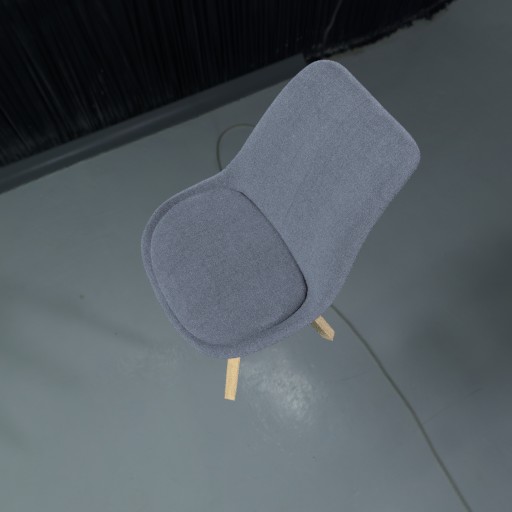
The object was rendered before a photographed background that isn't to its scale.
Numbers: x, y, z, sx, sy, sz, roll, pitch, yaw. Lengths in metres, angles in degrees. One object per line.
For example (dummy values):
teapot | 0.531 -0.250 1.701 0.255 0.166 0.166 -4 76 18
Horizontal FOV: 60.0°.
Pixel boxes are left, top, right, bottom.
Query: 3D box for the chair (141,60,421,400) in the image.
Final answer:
chair | 0.000 0.000 1.171 0.550 0.850 0.485 -28 67 -13
